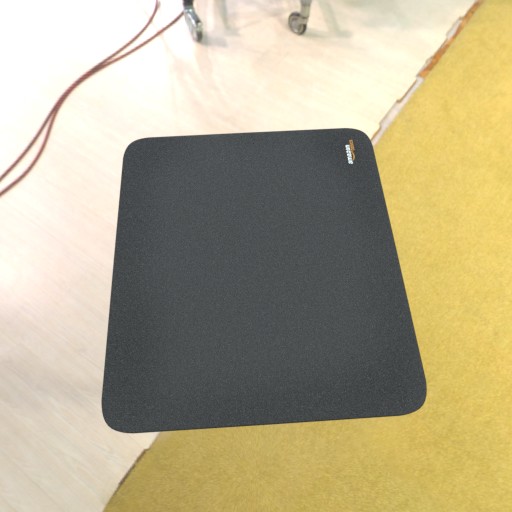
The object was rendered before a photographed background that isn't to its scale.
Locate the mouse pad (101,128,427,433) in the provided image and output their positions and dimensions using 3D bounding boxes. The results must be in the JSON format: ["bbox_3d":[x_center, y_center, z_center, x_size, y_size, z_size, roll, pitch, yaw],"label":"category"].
[{"bbox_3d":[0.000,0.000,0.319,0.203,0.003,0.229,-3,64,-2],"label":"mouse pad"}]
